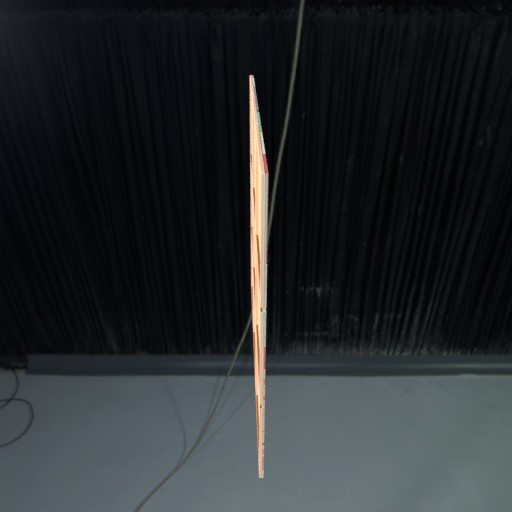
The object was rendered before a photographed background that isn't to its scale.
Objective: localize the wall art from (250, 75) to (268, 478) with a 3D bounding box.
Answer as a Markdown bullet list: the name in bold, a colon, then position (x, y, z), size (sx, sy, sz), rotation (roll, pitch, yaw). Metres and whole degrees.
- **wall art**: position (0.000, 0.000, 1.396), size (0.012, 0.910, 0.911), rotation (-1, 32, -2)
